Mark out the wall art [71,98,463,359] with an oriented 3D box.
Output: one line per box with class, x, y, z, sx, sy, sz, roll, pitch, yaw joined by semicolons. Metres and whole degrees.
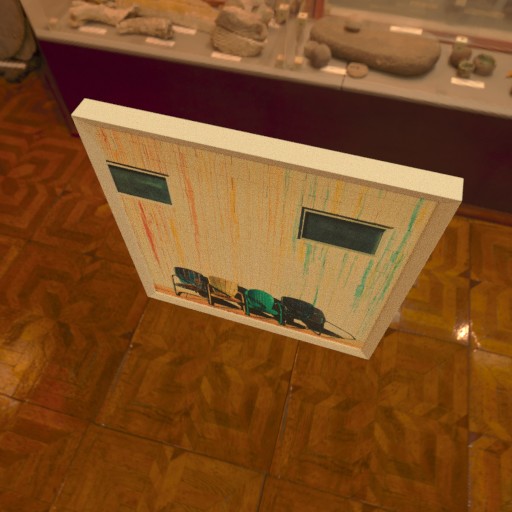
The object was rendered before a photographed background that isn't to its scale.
wall art;0.000;0.000;0.772;0.508;0.508;0.037;15;58;9
